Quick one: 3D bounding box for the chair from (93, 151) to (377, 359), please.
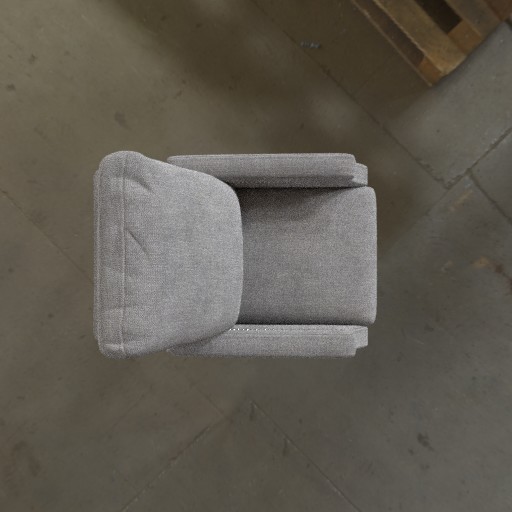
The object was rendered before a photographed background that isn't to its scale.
[{"bbox_3d":[0.000,0.000,1.634,0.922,1.049,0.710,0,90,1],"label":"chair"}]
